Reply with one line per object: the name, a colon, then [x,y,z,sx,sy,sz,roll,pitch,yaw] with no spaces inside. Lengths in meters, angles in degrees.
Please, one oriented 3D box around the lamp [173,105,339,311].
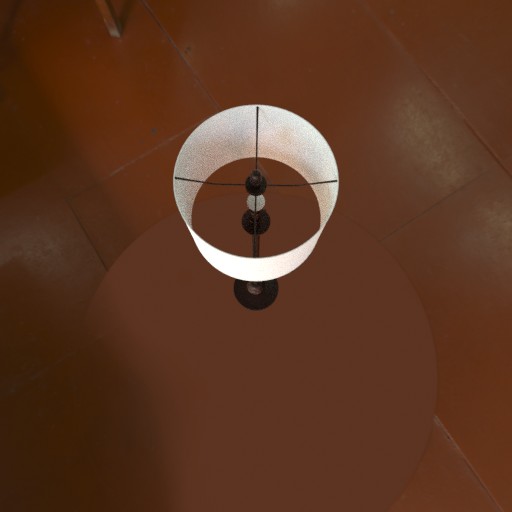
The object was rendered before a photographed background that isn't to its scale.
lamp: [0.000,0.000,1.653,0.356,1.487,0.356,1,77,0]
